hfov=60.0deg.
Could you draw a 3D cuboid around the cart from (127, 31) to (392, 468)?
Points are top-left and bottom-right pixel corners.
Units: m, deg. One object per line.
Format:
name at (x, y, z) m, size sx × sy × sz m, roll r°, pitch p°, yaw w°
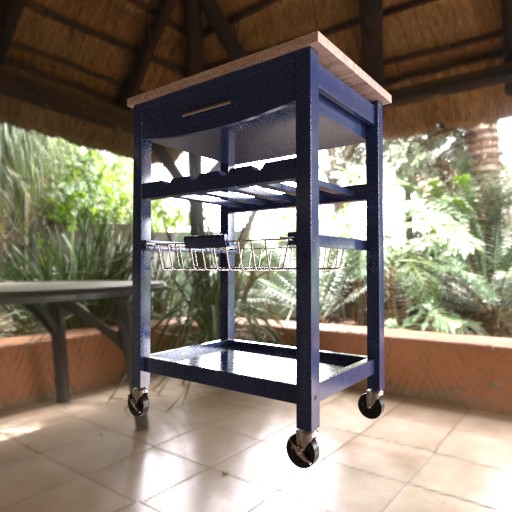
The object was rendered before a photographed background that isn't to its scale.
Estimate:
cart at (0.000, 0.000, 1.161) m, size 0.584 × 0.839 × 0.403 m, roll -1°, pitch -2°, yaw 37°
